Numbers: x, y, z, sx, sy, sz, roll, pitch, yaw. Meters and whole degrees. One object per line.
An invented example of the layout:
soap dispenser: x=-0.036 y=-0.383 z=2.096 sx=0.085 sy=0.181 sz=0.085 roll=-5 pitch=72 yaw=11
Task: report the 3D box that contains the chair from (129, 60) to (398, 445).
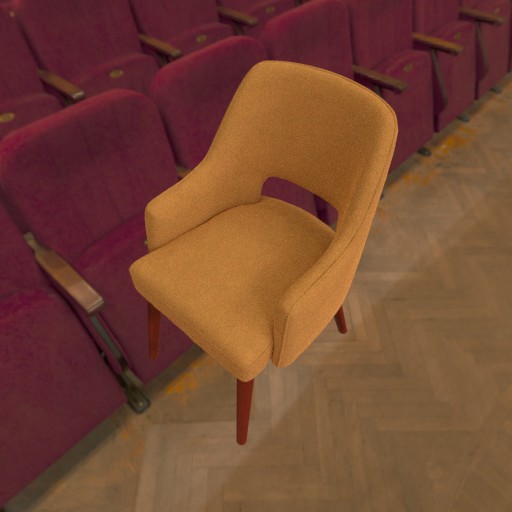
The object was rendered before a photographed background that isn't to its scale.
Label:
chair: x=0.000 y=0.000 z=1.248 sx=0.548 sy=0.849 sz=0.605 roll=34 pitch=55 yaw=28
